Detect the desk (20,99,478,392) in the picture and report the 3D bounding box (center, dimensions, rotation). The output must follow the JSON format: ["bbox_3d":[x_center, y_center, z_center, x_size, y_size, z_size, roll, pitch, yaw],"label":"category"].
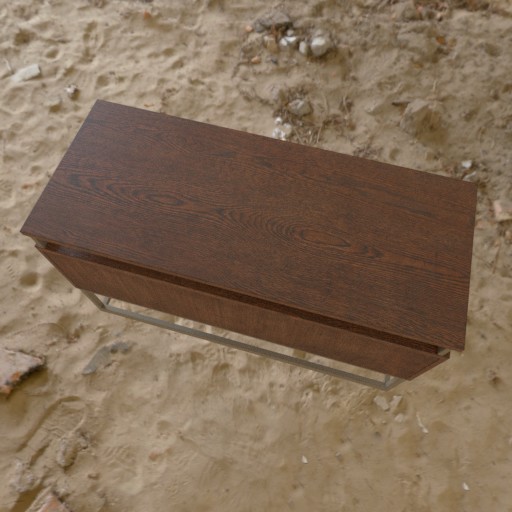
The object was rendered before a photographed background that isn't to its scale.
[{"bbox_3d":[0.000,0.000,1.803,1.384,0.792,0.610,14,65,7],"label":"desk"}]
